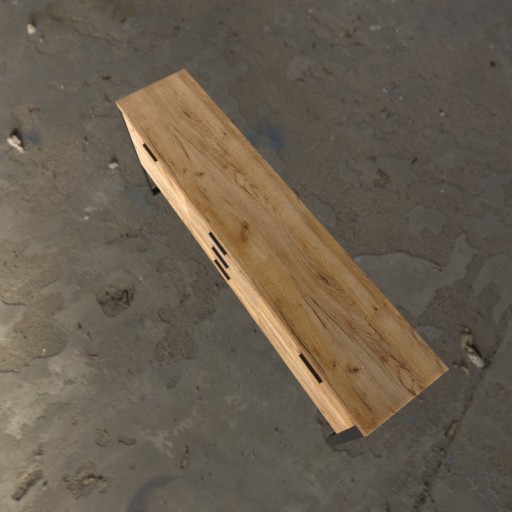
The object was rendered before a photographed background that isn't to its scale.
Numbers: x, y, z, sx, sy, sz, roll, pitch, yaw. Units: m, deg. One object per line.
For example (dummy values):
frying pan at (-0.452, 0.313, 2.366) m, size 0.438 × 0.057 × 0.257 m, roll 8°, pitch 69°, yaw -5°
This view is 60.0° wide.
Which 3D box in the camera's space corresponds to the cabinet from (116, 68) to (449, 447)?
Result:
cabinet at (0.000, 0.000, 2.170) m, size 0.395 × 0.762 × 1.800 m, roll -32°, pitch 68°, yaw -14°
